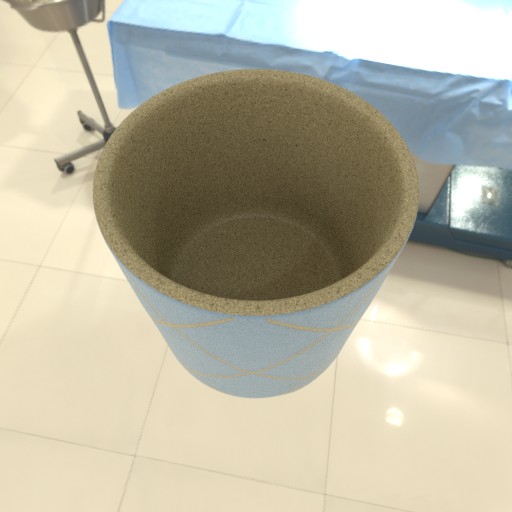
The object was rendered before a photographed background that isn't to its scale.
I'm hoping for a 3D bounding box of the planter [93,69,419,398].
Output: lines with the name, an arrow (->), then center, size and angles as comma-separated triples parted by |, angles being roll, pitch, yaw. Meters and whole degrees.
planter -> 0.000, 0.000, 0.411 | 0.227, 0.235, 0.227 | 0, 58, 0
